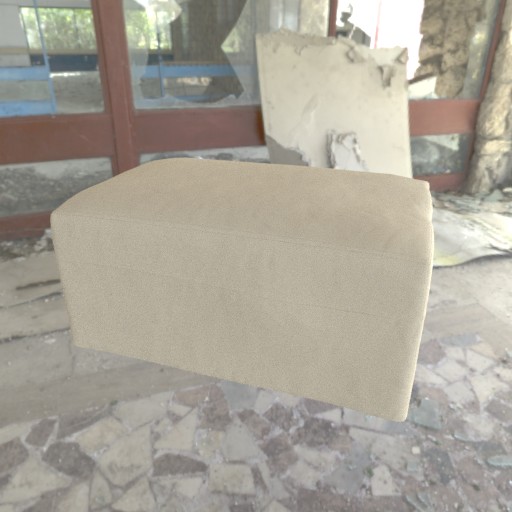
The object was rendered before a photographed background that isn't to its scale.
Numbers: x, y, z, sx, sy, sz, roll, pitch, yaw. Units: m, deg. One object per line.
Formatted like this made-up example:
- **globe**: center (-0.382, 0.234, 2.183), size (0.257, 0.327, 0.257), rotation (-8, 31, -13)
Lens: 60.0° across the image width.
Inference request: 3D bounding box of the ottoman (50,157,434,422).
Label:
- **ottoman**: center (0.000, 0.000, 1.208), size (0.872, 0.444, 0.590), rotation (8, 27, 16)
